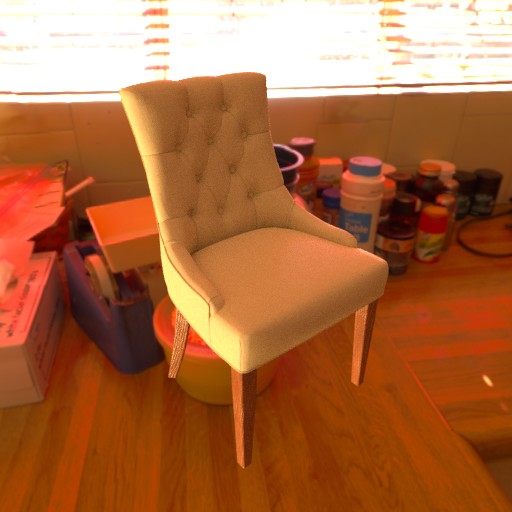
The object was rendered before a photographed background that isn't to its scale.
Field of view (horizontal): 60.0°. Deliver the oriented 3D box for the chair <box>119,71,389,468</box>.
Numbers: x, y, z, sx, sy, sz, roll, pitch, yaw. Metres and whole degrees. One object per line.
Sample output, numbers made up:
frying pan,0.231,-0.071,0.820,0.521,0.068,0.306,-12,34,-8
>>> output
chair,0.000,0.000,1.215,0.509,0.874,0.565,-22,36,-33
